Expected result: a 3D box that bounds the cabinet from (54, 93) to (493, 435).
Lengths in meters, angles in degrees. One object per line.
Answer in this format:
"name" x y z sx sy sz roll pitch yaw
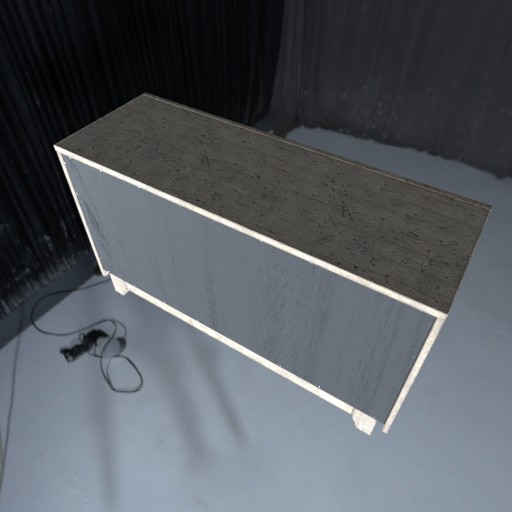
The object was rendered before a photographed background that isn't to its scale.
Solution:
"cabinet" 0.000 0.000 1.824 1.460 0.825 0.511 24 51 22
